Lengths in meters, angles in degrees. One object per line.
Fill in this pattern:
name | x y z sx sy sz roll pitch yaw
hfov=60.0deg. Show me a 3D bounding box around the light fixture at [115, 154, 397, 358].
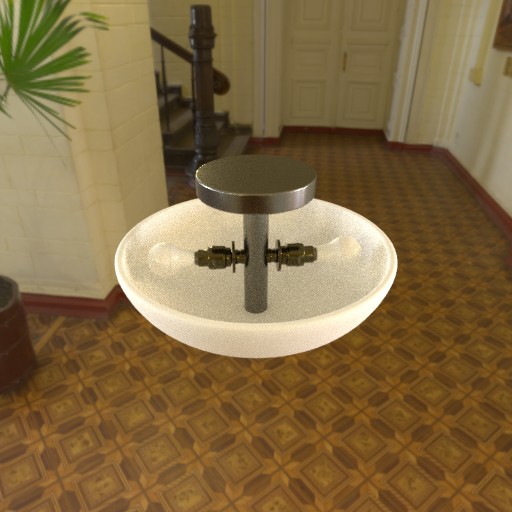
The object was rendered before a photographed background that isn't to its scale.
light fixture | 0.000 0.000 0.545 0.330 0.214 0.330 0 30 0
